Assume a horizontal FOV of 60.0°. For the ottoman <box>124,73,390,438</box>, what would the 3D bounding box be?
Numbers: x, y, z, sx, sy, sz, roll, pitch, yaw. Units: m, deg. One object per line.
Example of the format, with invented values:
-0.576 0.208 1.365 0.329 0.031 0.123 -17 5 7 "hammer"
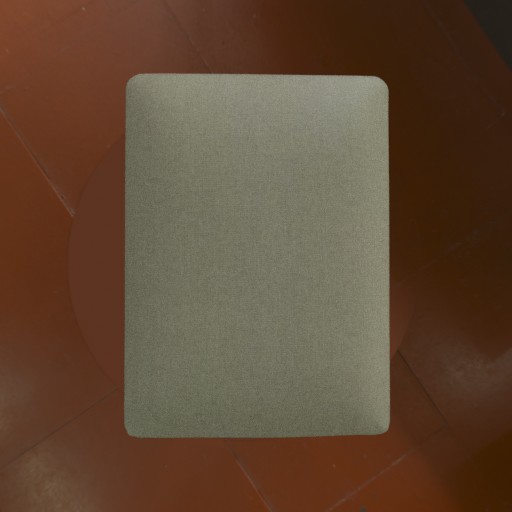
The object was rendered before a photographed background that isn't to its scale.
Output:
0.000 0.000 1.216 0.619 0.504 0.843 0 89 -1 "ottoman"
